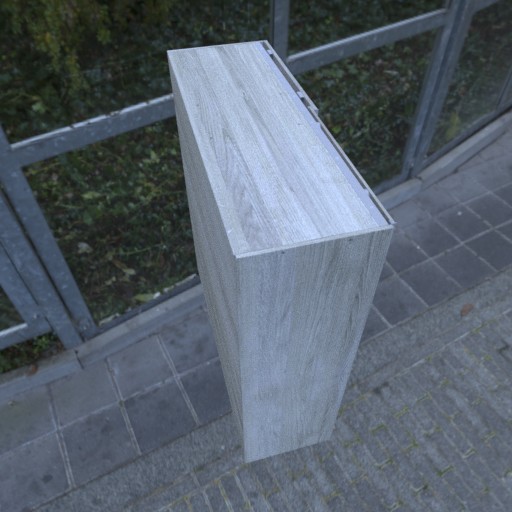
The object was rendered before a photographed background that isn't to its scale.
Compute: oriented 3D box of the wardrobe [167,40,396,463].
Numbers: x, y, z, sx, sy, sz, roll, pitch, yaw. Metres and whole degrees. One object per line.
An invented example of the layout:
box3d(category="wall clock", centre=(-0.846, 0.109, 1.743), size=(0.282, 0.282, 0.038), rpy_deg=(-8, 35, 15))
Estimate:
box3d(category="wardrobe", centre=(0.000, 0.000, 2.836), size=(0.629, 1.960, 1.780), rpy_deg=(-11, 47, -10))
